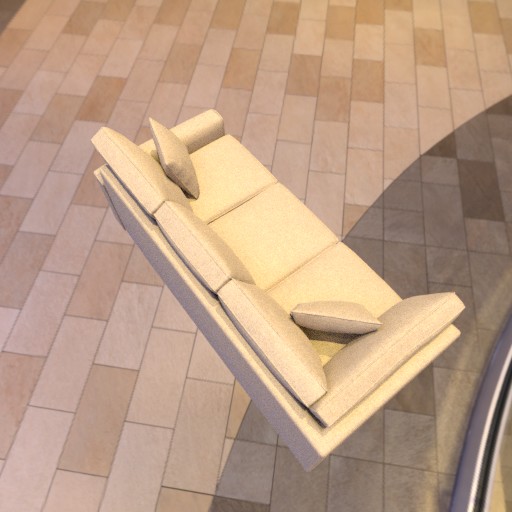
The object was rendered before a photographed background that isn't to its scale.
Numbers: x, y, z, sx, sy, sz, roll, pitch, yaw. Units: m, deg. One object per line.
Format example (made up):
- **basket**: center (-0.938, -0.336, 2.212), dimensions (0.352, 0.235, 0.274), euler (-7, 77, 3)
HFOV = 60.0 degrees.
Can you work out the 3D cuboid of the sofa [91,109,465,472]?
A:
- **sofa**: center (0.000, 0.000, 2.854), dimensions (1.061, 0.962, 2.317), euler (-33, 65, -18)
